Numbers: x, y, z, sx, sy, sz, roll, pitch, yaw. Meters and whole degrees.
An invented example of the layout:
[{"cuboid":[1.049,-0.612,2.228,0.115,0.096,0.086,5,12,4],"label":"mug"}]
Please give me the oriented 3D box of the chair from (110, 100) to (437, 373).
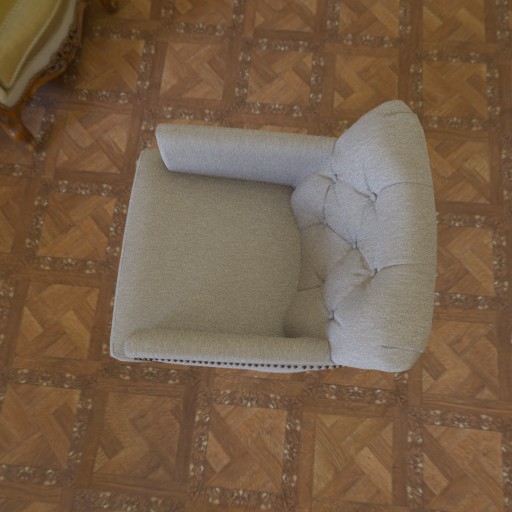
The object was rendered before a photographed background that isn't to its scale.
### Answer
[{"cuboid":[0.000,0.000,1.476,0.902,0.823,0.737,4,75,1],"label":"chair"}]
